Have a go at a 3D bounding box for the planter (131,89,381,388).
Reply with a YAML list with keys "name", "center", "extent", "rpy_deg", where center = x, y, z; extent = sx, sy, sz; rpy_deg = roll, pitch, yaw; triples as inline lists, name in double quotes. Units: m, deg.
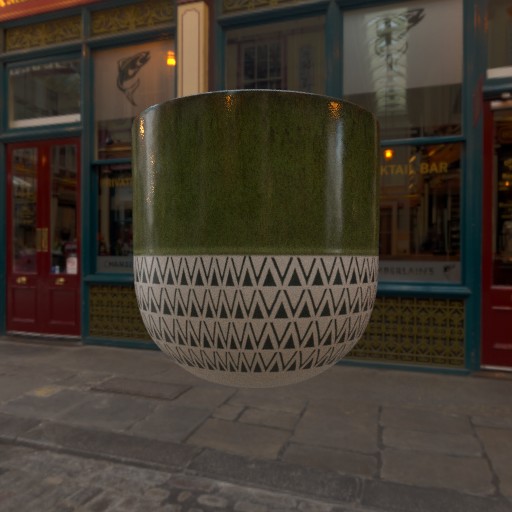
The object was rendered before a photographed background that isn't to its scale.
- name: "planter"
  center: [0.000, 0.000, 0.491]
  extent: [0.266, 0.270, 0.266]
  rpy_deg: [0, 0, 0]
